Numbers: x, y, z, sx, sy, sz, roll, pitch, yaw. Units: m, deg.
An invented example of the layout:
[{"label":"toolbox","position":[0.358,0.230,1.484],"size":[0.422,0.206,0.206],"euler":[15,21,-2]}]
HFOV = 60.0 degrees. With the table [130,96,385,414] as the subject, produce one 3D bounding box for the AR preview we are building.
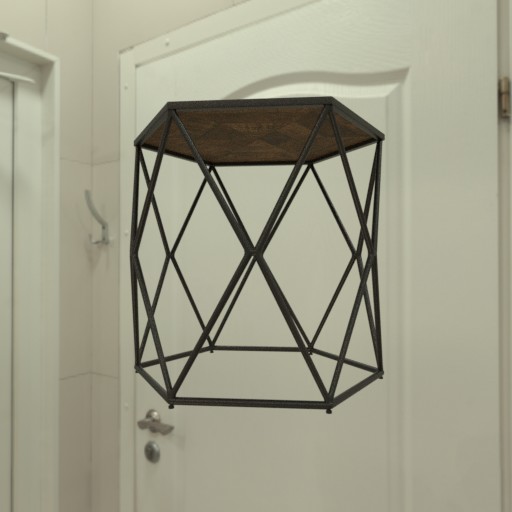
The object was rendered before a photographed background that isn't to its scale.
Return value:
[{"label":"table","position":[0.000,0.000,1.048],"size":[0.579,0.564,0.578],"euler":[0,-1,34]}]
